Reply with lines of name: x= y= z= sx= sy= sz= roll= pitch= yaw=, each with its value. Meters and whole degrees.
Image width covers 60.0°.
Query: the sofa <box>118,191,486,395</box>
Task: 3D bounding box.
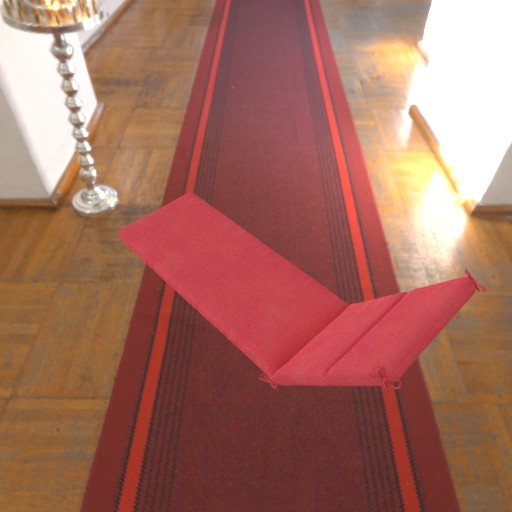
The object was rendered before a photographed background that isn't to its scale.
sofa: x=0.000 y=0.000 z=1.955 sx=0.582 sy=0.622 sz=1.663 roll=-35 pitch=56 yaw=-29
